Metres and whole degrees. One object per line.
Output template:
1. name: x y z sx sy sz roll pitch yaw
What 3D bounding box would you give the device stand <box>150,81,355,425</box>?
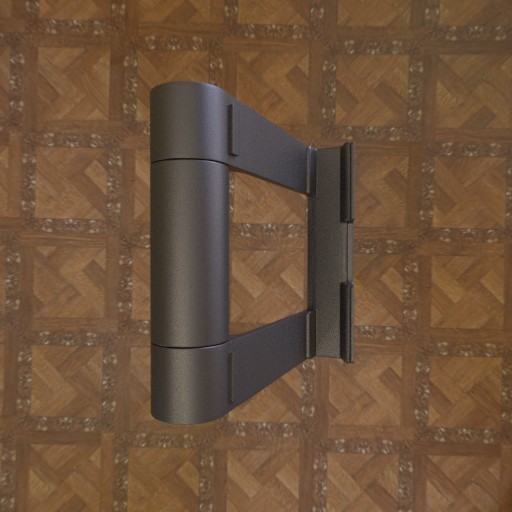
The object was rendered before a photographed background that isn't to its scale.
1. device stand: 0.000 0.000 0.152 0.079 0.084 0.088 0 91 1
